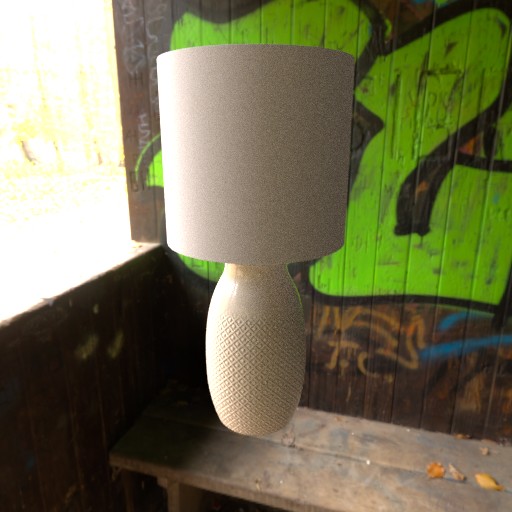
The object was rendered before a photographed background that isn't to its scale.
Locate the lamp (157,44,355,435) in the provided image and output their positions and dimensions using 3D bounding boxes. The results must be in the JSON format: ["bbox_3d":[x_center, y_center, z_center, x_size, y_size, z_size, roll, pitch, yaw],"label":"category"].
[{"bbox_3d":[0.000,0.000,0.558,0.217,0.453,0.217,-3,17,-11],"label":"lamp"}]
